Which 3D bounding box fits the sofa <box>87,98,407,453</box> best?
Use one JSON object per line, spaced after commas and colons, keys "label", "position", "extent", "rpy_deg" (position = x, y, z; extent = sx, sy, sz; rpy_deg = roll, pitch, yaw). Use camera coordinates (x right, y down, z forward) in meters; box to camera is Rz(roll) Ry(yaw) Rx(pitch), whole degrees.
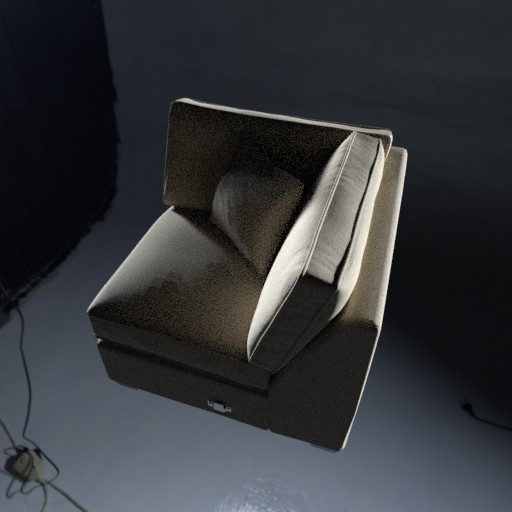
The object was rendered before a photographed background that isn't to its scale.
{"label": "sofa", "position": [0.000, 0.000, 1.940], "extent": [1.084, 1.002, 1.146], "rpy_deg": [12, 43, 14]}
